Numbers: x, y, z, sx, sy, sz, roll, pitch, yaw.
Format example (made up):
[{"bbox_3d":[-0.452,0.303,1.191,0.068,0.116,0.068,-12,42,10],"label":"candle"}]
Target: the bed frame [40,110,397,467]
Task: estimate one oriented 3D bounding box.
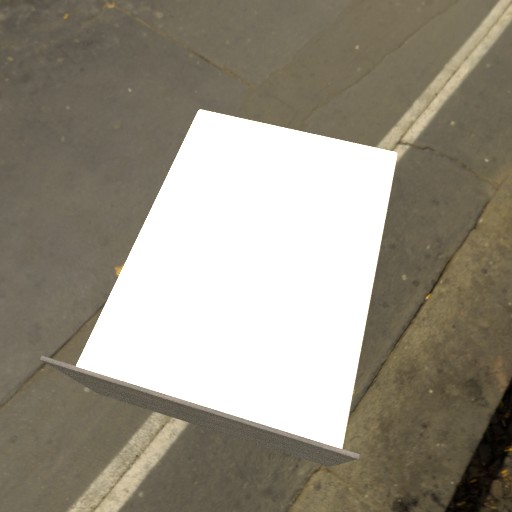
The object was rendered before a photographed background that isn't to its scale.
[{"bbox_3d":[0.000,0.000,2.609,1.400,0.800,1.900,15,63,7],"label":"bed frame"}]
